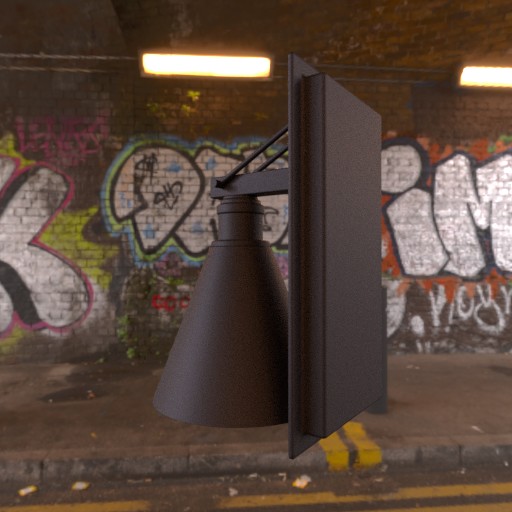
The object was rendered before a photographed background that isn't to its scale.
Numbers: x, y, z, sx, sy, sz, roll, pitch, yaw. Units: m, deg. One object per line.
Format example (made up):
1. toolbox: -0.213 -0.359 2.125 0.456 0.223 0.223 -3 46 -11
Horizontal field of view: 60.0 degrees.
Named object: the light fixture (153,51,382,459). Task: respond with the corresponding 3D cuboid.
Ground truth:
1. light fixture: 0.000 0.000 0.429 0.207 0.298 0.170 0 -1 35
